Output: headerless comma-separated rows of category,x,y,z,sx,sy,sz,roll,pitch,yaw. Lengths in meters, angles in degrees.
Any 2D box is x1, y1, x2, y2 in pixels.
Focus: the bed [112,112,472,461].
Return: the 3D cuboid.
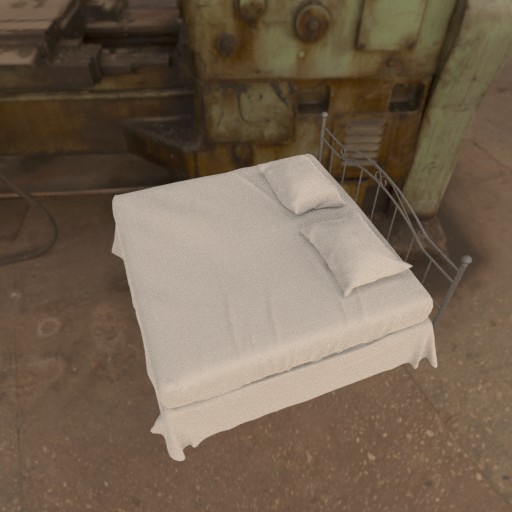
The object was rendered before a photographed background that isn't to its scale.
bed,0.000,0.000,3.541,2.220,1.080,2.309,-15,48,-14
